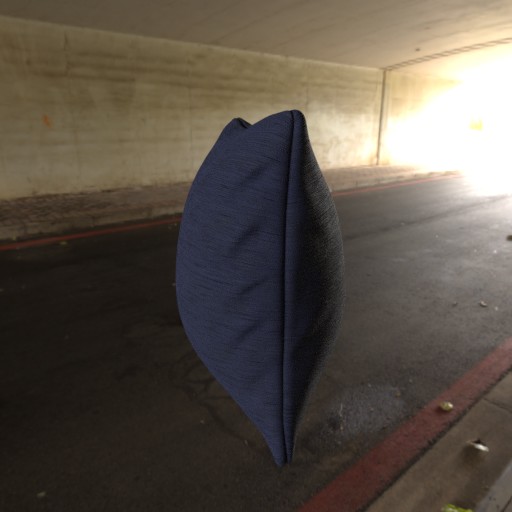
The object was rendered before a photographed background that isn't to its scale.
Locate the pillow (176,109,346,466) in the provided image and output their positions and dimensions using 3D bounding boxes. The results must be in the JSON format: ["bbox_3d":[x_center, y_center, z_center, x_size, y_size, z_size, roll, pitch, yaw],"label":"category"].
[{"bbox_3d":[0.000,0.000,0.679,0.246,0.414,0.432,-3,16,-10],"label":"pillow"}]
